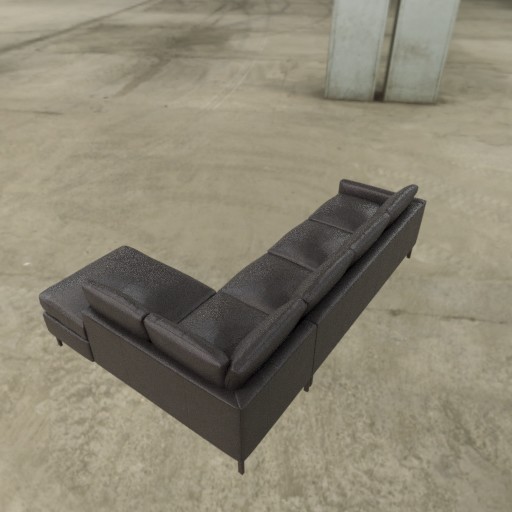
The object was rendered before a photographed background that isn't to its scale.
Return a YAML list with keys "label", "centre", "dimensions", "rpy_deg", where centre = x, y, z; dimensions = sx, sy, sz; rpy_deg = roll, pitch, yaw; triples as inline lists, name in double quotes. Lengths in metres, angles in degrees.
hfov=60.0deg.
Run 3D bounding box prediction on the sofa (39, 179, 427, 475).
- label: "sofa"
  centre: [0.000, 0.000, 3.882]
  dimensions: [1.938, 0.877, 2.984]
  rpy_deg: [22, 41, 29]
